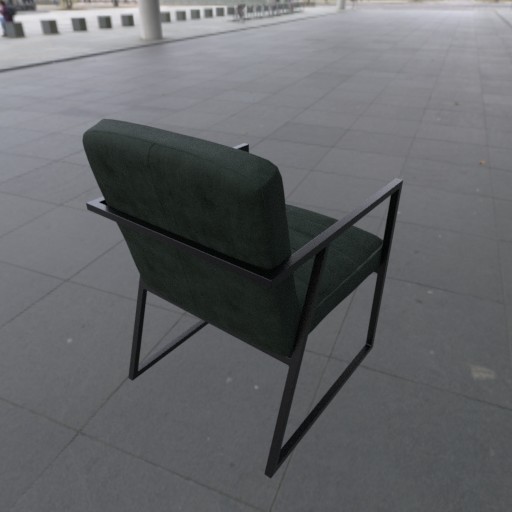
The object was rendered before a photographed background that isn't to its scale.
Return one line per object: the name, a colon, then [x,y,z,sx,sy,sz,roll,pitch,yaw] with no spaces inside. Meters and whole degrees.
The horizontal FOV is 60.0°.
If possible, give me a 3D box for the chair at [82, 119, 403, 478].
chair: [0.000,0.000,1.282,0.571,0.833,0.677,22,37,32]
